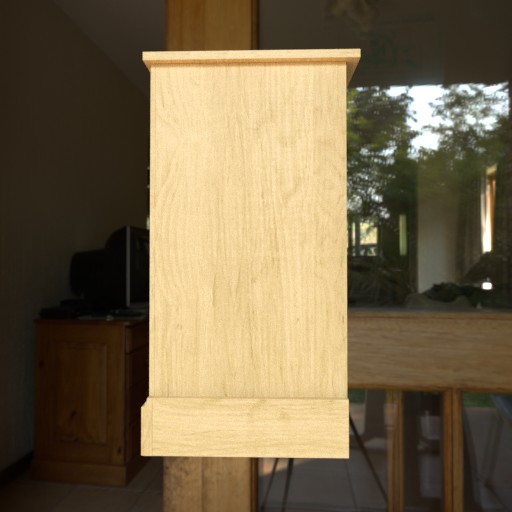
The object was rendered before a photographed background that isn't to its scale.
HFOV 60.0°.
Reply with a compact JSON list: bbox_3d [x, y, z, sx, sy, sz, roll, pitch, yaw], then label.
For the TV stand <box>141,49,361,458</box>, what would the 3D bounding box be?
[{"bbox_3d":[0.000,0.000,1.282,0.430,0.787,0.851,0,-1,2],"label":"TV stand"}]
